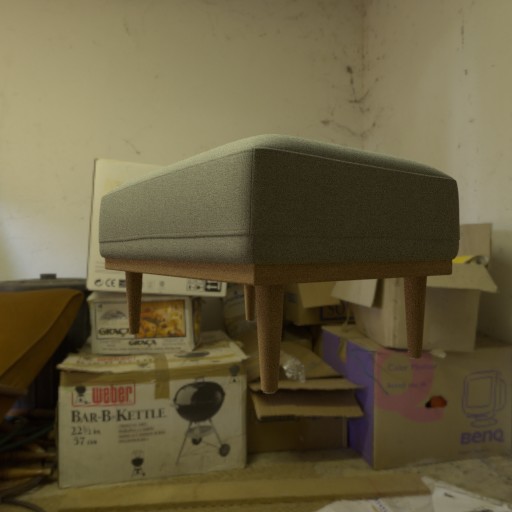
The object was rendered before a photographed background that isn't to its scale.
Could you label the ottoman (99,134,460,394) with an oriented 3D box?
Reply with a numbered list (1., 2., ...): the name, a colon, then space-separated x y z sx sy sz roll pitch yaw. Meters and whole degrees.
1. ottoman: 0.000 0.000 1.063 0.549 0.428 0.749 0 1 -35
